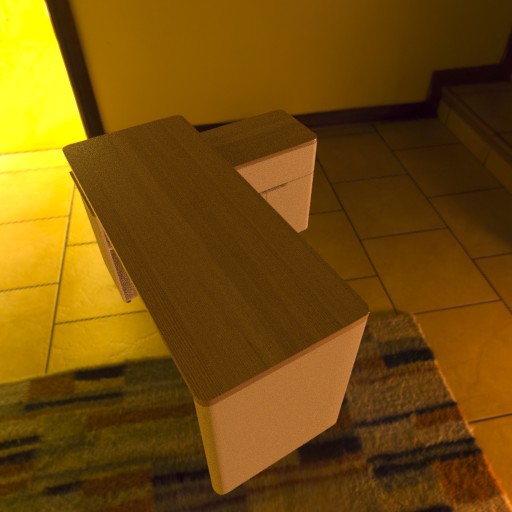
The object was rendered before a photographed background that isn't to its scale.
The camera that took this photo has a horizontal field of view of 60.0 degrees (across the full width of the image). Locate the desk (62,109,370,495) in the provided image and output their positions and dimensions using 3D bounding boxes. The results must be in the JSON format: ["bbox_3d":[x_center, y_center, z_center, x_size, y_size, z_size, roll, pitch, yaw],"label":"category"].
[{"bbox_3d":[0.000,0.000,2.022,1.175,0.770,1.400,-23,50,-21],"label":"desk"}]
